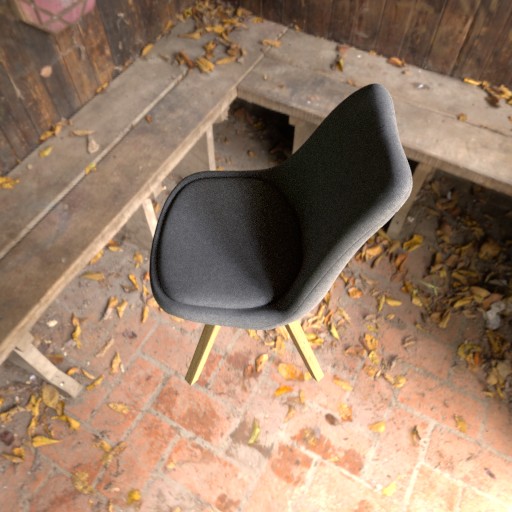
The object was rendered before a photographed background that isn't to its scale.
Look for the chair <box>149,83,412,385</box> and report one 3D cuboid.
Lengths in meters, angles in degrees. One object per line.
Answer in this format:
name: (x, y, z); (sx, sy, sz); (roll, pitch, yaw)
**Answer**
chair: (0.000, 0.000, 1.185); (0.550, 0.865, 0.483); (0, 57, 0)
